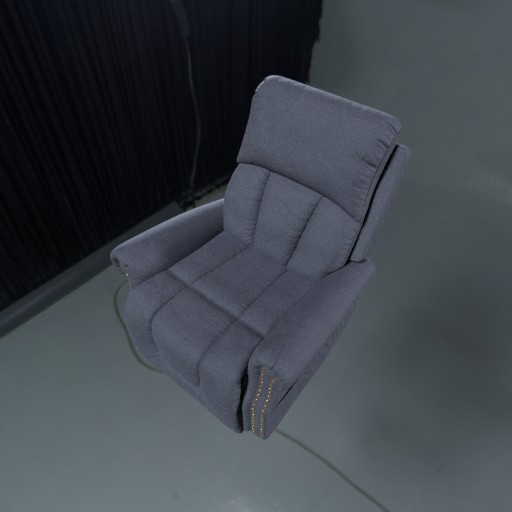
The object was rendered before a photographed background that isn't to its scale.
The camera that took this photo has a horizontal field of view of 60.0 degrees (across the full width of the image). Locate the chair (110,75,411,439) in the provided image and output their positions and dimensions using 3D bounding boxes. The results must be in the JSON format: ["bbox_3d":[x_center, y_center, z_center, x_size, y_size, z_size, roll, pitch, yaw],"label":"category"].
[{"bbox_3d":[0.000,0.000,1.760,0.871,1.031,0.979,31,54,26],"label":"chair"}]
